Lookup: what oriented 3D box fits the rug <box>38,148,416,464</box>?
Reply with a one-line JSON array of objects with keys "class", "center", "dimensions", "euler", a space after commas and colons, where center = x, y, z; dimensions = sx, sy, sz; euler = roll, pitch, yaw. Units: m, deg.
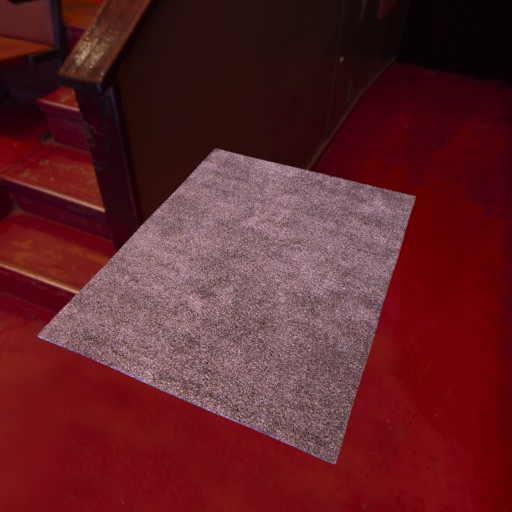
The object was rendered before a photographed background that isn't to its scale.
[{"class": "rug", "center": [0.000, 0.000, 4.084], "dimensions": [2.401, 0.025, 3.000], "euler": [17, 47, 17]}]
